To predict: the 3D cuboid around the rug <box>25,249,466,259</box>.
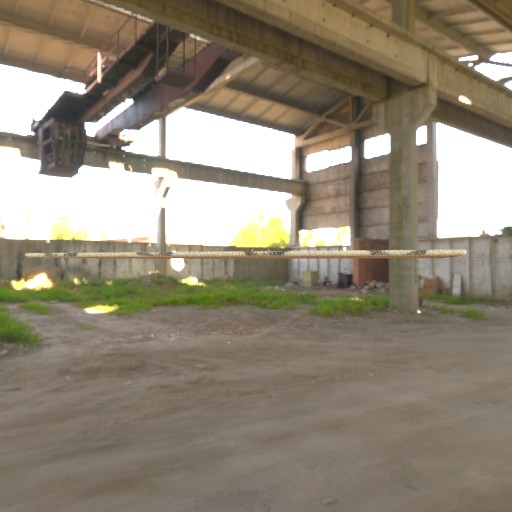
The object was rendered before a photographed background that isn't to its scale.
[{"bbox_3d":[0.000,0.000,2.896,2.348,0.024,1.501,0,-1,19],"label":"rug"}]
